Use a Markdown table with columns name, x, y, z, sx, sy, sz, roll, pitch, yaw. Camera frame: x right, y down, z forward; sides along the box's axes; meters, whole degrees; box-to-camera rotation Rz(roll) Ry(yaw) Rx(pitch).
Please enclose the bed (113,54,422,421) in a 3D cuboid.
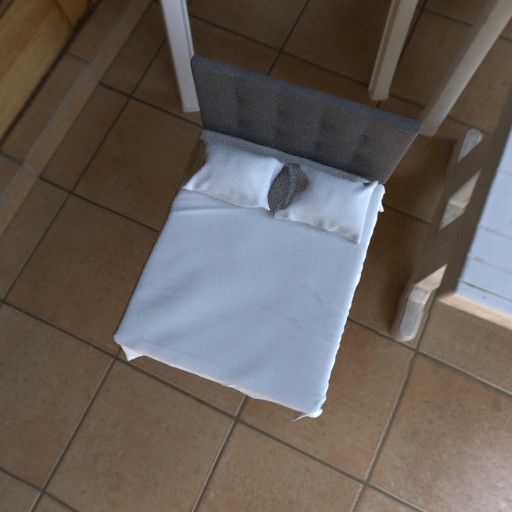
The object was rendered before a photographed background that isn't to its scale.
| name | x | y | z | sx | sy | sz | roll | pitch | yaw |
| --- | --- | --- | --- | --- | --- | --- | --- | --- | --- |
| bed | 0.000 | 0.000 | 3.479 | 1.936 | 1.577 | 2.222 | 19 | 76 | 5 |
